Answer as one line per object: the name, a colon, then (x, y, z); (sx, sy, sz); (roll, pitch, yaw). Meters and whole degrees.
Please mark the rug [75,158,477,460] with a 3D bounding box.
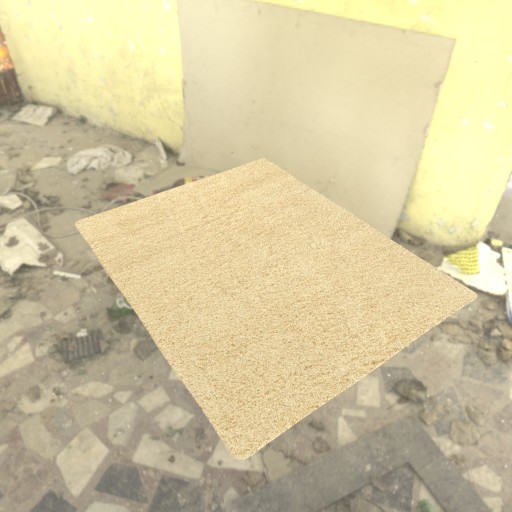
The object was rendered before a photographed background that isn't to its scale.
rug: (0.000, 0.000, 4.077); (2.401, 0.025, 3.001); (-24, 46, -27)
